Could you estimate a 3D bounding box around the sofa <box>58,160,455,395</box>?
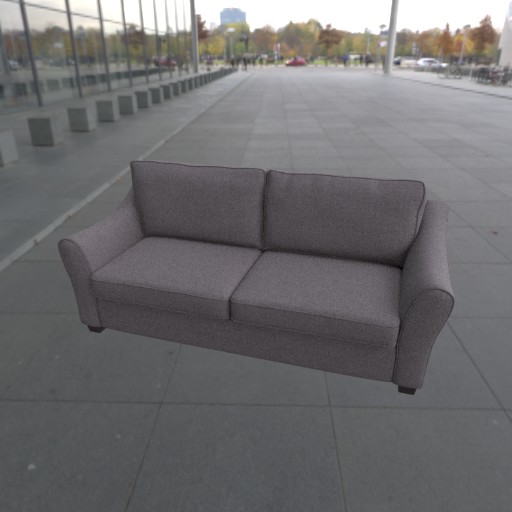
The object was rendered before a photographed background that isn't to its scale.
[{"bbox_3d":[0.000,0.000,2.741,2.203,0.976,1.013,7,25,16],"label":"sofa"}]
